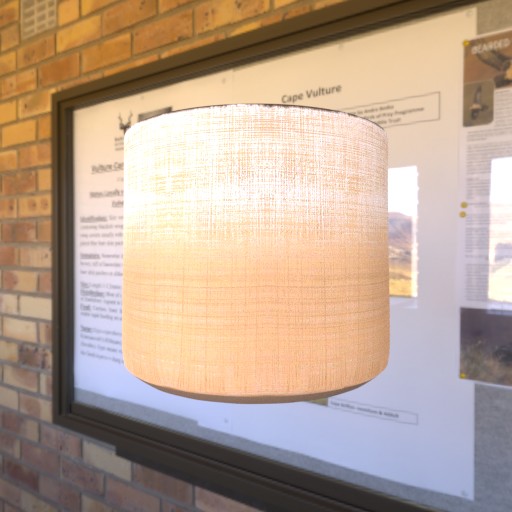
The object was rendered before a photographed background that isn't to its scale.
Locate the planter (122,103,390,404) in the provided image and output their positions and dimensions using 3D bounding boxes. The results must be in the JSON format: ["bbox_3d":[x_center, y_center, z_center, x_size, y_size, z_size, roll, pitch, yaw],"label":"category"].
[{"bbox_3d":[0.000,0.000,0.438,0.254,0.221,0.254,0,1,0],"label":"planter"}]
